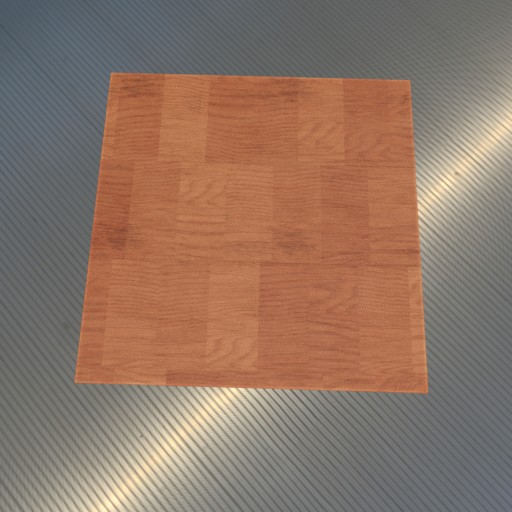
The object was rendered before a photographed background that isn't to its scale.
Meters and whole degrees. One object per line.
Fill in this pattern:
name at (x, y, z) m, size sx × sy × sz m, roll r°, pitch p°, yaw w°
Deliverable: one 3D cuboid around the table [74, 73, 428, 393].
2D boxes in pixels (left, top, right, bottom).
table at (0.000, 0.000, 1.378) m, size 0.747 × 0.738 × 0.747 m, roll 2°, pitch 77°, yaw 0°
